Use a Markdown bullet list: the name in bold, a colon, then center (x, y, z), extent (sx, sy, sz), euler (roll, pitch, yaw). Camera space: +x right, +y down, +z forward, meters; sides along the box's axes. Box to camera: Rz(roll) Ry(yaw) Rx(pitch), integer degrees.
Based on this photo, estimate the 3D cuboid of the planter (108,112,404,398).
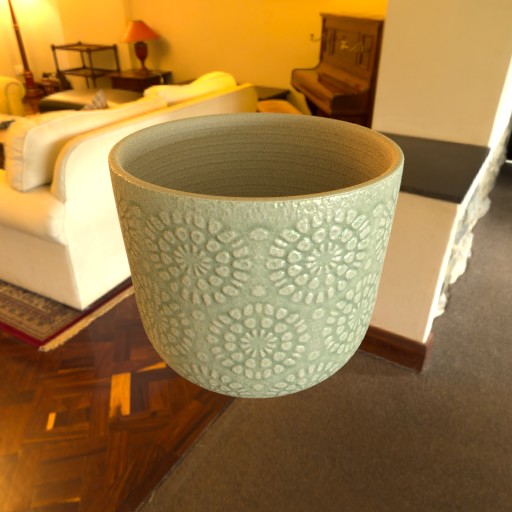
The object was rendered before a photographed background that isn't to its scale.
- **planter**: center (0.000, 0.000, 0.301), extent (0.169, 0.153, 0.169), euler (0, 30, 0)
